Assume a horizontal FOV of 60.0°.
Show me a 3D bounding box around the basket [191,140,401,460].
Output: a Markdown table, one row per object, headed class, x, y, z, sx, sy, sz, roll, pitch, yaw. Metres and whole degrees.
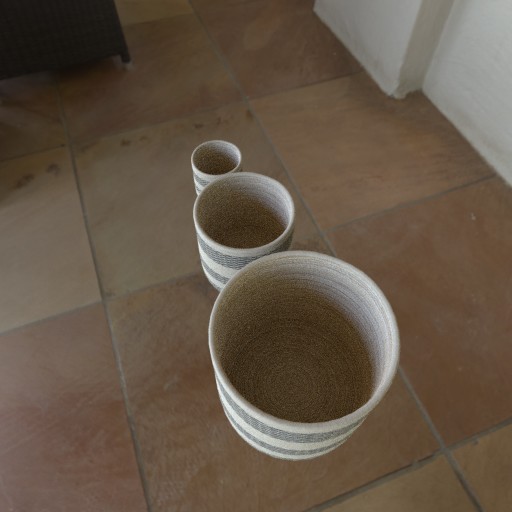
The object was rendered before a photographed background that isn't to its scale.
| class | x | y | z | sx | sy | sz | roll | pitch | yaw |
| --- | --- | --- | --- | --- | --- | --- | --- | --- | --- |
| basket | 0.000 | 0.000 | 1.094 | 0.351 | 0.356 | 0.917 | -15 | 58 | -10 |
